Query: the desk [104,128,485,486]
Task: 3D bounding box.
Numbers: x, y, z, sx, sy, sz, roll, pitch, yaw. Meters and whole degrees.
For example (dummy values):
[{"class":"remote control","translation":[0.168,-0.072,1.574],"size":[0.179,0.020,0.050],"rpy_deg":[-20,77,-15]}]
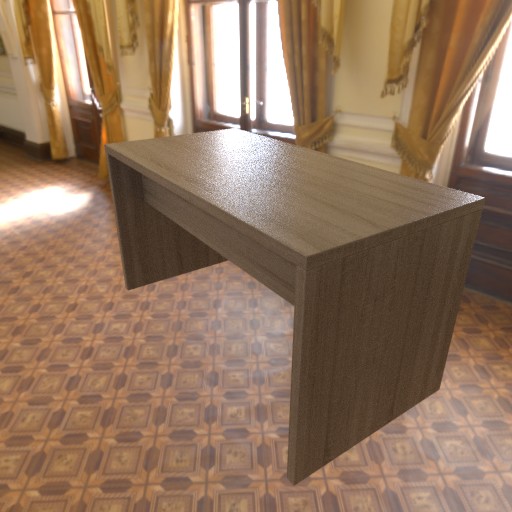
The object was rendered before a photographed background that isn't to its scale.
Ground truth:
[{"class":"desk","translation":[0.000,0.000,1.804],"size":[0.690,0.745,1.380],"rpy_deg":[-17,31,-31]}]
